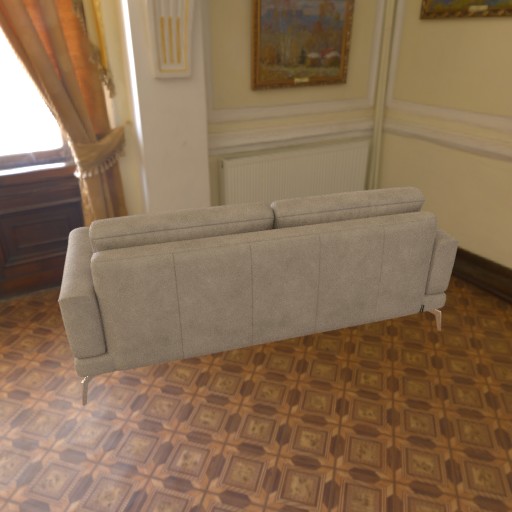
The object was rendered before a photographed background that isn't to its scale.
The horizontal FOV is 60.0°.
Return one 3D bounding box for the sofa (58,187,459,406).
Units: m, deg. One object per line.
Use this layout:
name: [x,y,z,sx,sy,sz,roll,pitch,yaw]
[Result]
sofa: [0.000,0.000,2.549,2.013,0.830,0.980,-8,28,-15]
